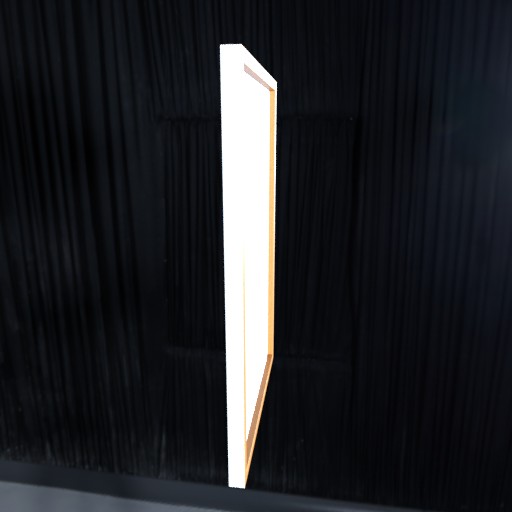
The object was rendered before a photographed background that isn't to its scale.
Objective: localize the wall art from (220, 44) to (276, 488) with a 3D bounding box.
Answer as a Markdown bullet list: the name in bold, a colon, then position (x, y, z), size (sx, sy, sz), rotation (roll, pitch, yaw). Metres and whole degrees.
- **wall art**: position (0.000, 0.000, 0.774), size (0.025, 0.608, 0.405), rotation (2, 16, 8)
